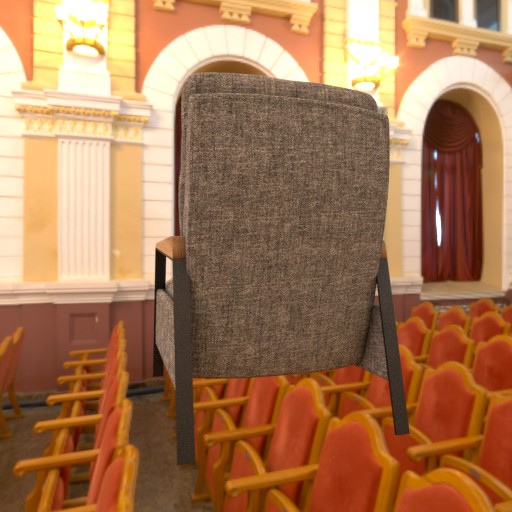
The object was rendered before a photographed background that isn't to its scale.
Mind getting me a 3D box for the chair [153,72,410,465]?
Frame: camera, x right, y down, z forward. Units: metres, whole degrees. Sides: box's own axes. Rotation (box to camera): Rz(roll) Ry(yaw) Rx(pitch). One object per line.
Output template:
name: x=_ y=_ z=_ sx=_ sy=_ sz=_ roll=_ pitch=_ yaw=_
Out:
chair: x=0.000 y=0.000 z=1.610 sx=0.671 sy=1.042 sz=0.868 roll=0 pitch=0 yaw=-17
